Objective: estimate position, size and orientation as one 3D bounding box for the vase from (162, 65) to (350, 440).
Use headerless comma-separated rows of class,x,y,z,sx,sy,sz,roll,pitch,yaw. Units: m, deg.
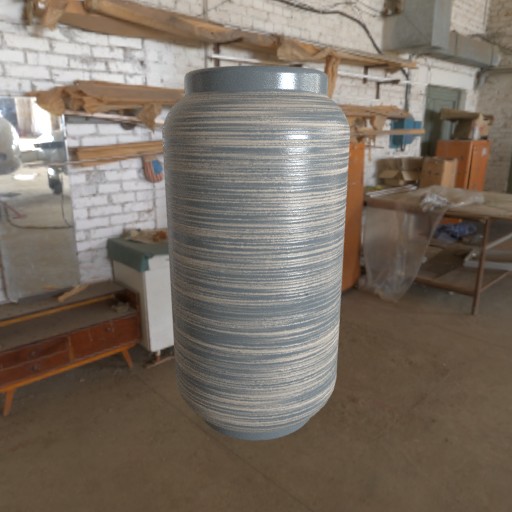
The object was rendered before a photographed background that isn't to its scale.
vase,0.000,0.000,0.302,0.116,0.230,0.116,0,16,0
